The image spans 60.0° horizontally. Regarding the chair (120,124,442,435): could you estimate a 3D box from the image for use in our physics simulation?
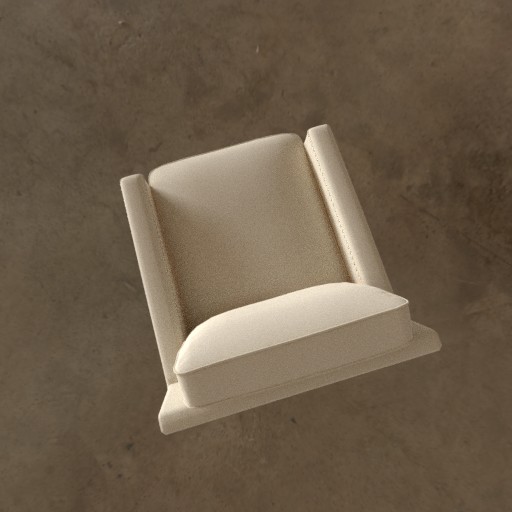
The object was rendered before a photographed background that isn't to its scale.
[{"bbox_3d":[0.000,0.000,1.703,0.853,0.943,1.014,-16,76,-4],"label":"chair"}]
